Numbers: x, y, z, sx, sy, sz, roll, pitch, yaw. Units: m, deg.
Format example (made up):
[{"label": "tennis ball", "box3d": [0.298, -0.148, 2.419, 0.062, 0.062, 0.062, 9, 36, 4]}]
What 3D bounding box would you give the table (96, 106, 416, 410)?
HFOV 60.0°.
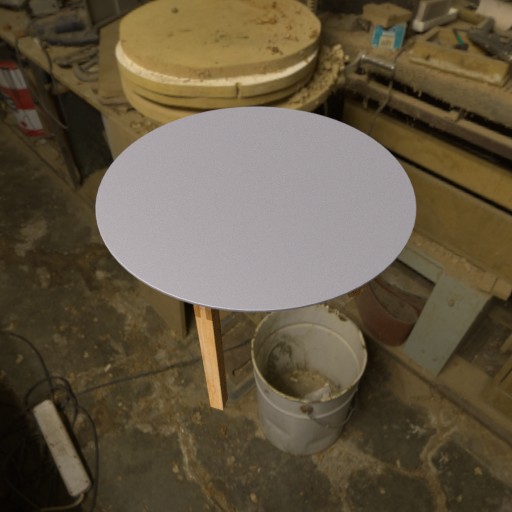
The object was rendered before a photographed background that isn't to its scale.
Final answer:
[{"label": "table", "box3d": [0.000, 0.000, 1.001, 0.600, 0.405, 0.600, 0, 47, 0]}]
